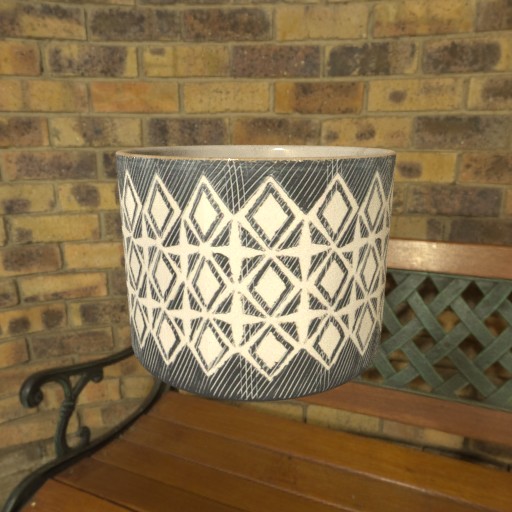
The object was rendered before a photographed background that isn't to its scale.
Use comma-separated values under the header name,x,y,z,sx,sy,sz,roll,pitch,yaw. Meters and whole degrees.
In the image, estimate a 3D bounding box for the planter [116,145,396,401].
name,x,y,z,sx,sy,sz,roll,pitch,yaw
planter,0.000,0.000,0.223,0.126,0.104,0.126,0,16,0
